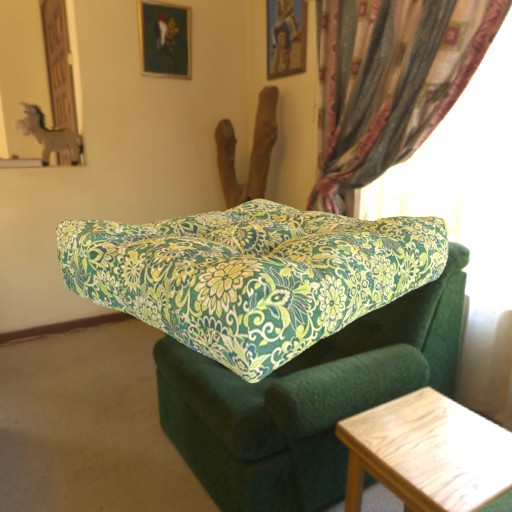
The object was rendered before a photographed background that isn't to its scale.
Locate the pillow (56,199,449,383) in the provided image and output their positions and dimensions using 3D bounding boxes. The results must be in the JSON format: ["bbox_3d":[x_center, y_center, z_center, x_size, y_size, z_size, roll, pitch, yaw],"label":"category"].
[{"bbox_3d":[0.000,0.000,0.735,0.468,0.128,0.490,13,19,42],"label":"pillow"}]
